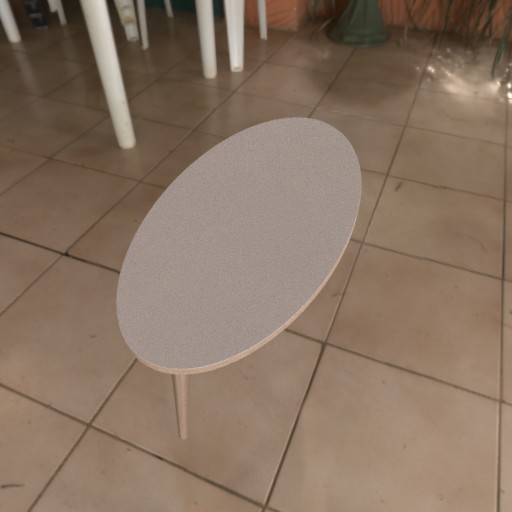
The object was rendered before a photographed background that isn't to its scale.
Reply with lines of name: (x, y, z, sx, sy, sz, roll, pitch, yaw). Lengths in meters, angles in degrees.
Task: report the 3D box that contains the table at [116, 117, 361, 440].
table: (0.000, 0.000, 1.363, 0.542, 0.390, 1.083, 15, 46, 15)
